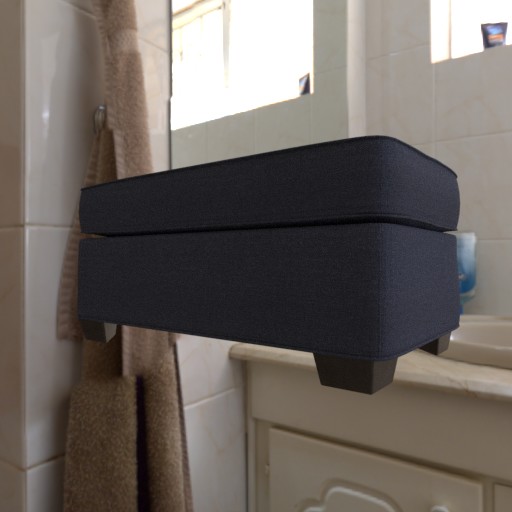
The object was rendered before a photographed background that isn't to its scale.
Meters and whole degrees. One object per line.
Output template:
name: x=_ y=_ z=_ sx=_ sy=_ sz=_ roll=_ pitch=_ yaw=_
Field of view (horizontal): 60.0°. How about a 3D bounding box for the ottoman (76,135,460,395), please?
ottoman: x=0.000 y=0.000 z=1.138 sx=0.895 sy=0.453 sz=0.505 roll=0 pitch=-1 yaw=37
